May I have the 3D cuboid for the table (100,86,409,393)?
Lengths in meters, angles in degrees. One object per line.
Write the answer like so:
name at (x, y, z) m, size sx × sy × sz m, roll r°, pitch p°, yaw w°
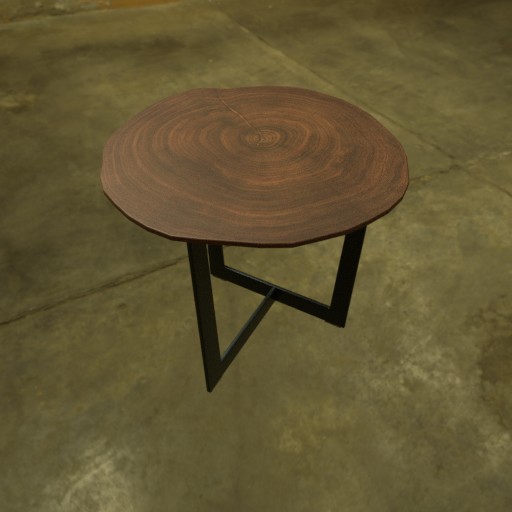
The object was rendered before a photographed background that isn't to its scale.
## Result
table at (0.000, 0.000, 0.862) m, size 0.477 × 0.476 × 0.494 m, roll 13°, pitch 44°, yaw 14°
